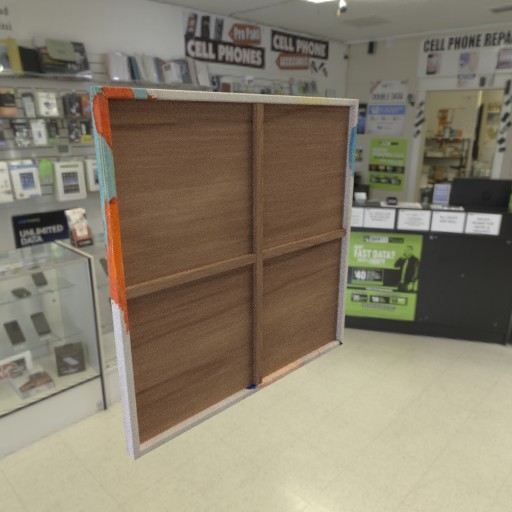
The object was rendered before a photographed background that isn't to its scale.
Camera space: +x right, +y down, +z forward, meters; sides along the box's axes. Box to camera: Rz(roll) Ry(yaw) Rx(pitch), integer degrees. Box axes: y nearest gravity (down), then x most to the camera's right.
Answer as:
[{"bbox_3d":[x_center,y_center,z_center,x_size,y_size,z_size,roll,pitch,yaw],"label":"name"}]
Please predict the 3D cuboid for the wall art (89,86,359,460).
[{"bbox_3d":[0.000,0.000,1.189,0.814,0.814,0.037,-16,23,-41],"label":"wall art"}]
